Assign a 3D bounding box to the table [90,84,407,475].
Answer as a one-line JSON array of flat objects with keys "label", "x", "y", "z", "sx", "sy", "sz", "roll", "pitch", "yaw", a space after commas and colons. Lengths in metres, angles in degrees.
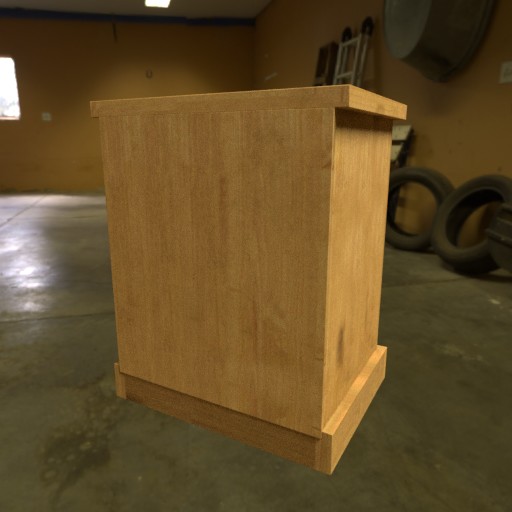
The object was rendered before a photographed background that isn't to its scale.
[{"label": "table", "x": 0.000, "y": 0.000, "z": 1.246, "sx": 0.660, "sy": 0.813, "sz": 0.500, "roll": 8, "pitch": 16, "yaw": 28}]
